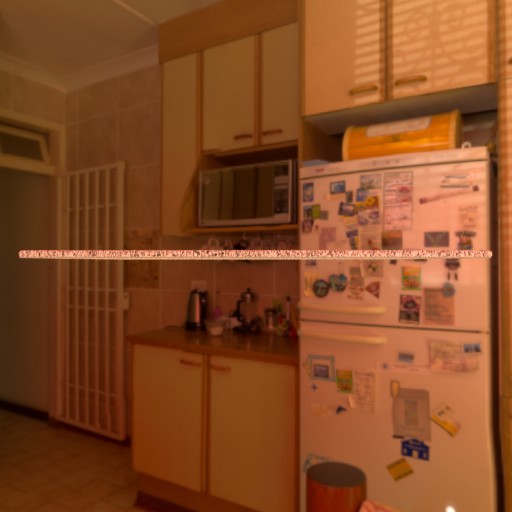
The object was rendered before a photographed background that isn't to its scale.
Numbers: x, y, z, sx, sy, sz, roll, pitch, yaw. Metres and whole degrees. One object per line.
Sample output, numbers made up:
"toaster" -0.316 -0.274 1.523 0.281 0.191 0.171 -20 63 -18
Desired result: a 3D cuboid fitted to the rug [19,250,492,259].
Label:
"rug" 0.000 0.000 2.260 1.778 0.030 1.219 0 -1 1
